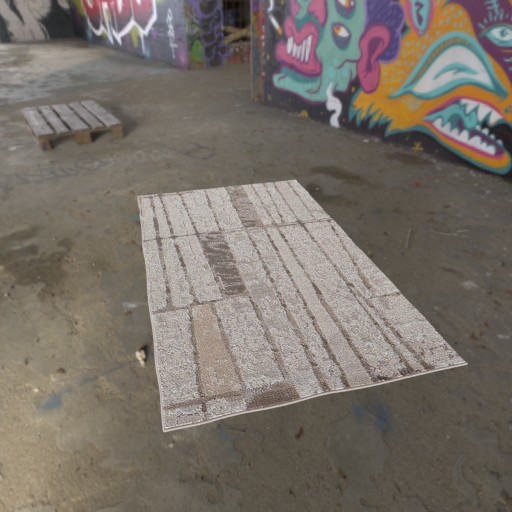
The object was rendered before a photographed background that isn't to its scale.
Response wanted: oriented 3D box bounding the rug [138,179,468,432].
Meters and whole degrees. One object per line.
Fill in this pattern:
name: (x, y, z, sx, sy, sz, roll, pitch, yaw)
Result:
rug: (0.000, 0.000, 1.052, 0.515, 0.007, 0.867, -8, 32, -13)
